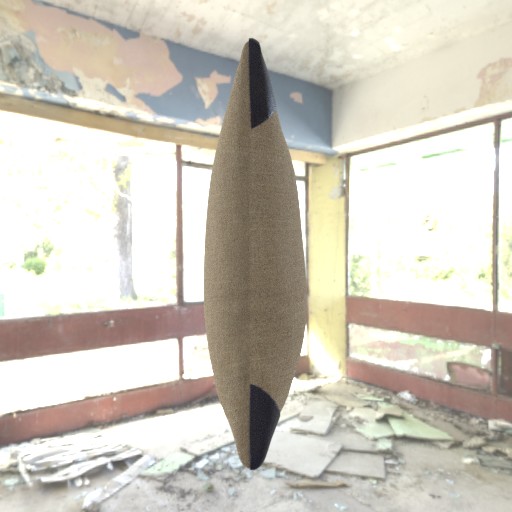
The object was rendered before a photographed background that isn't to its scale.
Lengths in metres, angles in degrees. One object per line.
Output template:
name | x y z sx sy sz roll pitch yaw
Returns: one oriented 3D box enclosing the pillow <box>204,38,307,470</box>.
pillow | 0.000 0.000 0.662 0.147 0.441 0.440 0 0 -1
